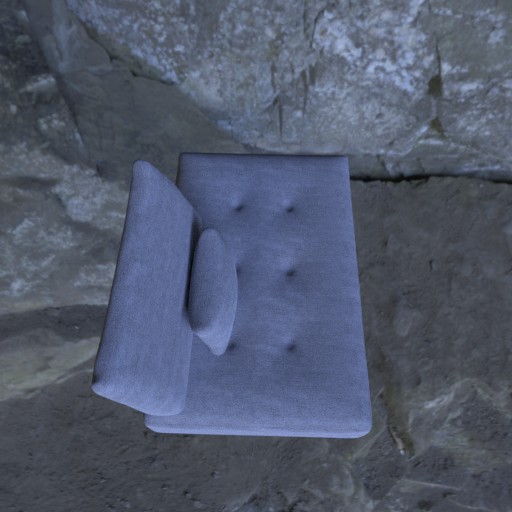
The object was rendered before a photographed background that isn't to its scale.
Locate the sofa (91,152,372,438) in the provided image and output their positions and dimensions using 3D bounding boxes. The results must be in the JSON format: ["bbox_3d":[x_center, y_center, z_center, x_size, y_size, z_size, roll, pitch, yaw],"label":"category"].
[{"bbox_3d":[0.000,0.000,2.008,1.002,0.820,1.450,1,62,1],"label":"sofa"}]
